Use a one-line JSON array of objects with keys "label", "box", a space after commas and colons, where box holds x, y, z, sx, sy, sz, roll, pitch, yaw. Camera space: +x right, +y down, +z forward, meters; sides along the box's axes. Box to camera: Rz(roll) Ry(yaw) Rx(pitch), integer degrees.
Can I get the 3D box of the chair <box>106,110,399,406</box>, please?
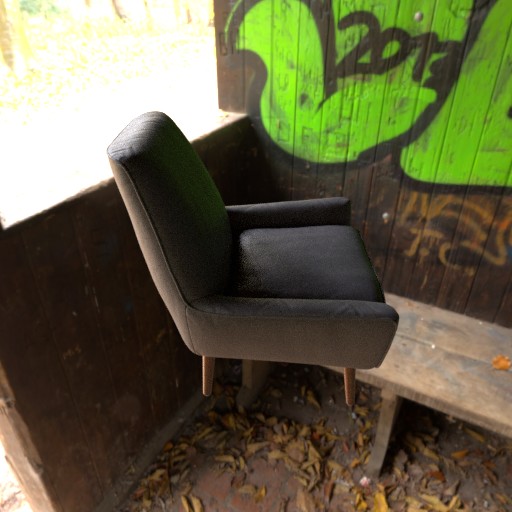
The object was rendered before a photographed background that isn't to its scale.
[{"label": "chair", "box": [0.000, 0.000, 1.537, 0.822, 0.888, 0.787, 0, 32, 0]}]
